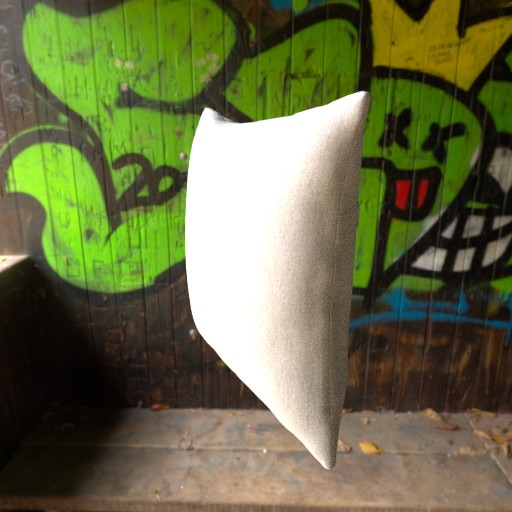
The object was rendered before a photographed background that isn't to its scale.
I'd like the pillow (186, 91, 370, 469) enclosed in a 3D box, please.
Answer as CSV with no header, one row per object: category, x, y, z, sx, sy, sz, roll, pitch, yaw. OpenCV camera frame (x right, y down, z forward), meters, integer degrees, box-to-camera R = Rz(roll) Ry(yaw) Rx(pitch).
pillow,0.000,0.000,0.663,0.173,0.436,0.433,-8,18,-26
